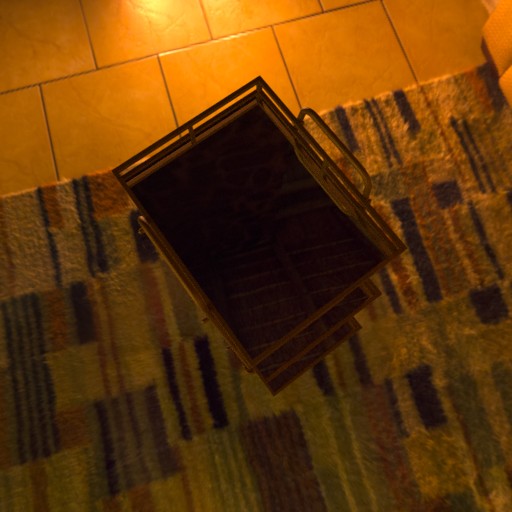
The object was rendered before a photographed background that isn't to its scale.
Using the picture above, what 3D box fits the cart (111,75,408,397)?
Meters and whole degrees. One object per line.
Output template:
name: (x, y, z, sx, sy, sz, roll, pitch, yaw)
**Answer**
cart: (0.000, 0.000, 1.257, 0.441, 0.883, 0.711, -36, 78, -9)
